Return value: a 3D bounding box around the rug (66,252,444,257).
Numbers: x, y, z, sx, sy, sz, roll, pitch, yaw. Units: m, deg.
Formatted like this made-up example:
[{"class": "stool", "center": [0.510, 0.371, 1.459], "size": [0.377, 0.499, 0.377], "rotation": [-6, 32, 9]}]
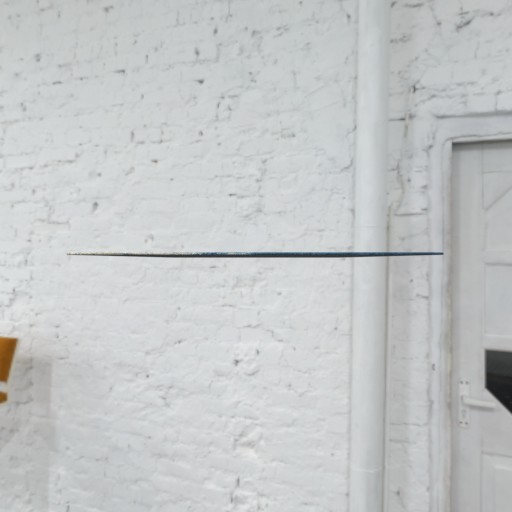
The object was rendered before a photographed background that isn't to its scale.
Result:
[{"class": "rug", "center": [0.000, 0.000, 2.336], "size": [1.232, 0.009, 1.836], "rotation": [0, -1, 0]}]
